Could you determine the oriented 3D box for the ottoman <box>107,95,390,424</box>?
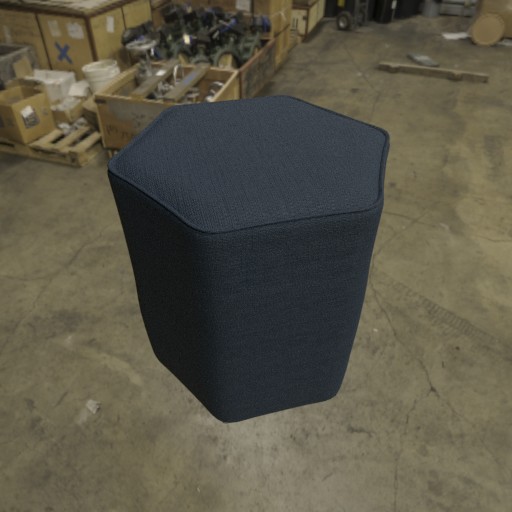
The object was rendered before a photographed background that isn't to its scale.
[{"bbox_3d":[0.000,0.000,0.903,0.454,0.505,0.492,13,42,15],"label":"ottoman"}]
